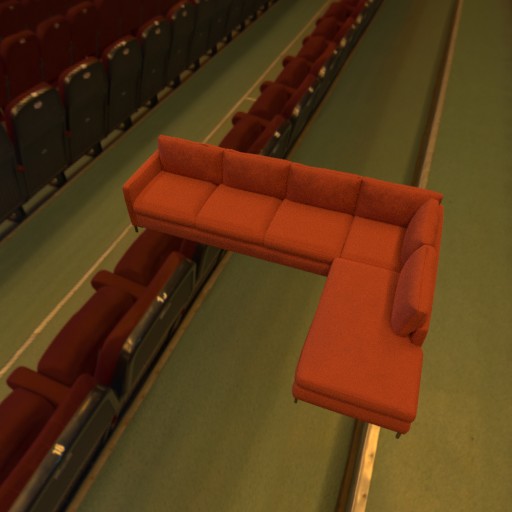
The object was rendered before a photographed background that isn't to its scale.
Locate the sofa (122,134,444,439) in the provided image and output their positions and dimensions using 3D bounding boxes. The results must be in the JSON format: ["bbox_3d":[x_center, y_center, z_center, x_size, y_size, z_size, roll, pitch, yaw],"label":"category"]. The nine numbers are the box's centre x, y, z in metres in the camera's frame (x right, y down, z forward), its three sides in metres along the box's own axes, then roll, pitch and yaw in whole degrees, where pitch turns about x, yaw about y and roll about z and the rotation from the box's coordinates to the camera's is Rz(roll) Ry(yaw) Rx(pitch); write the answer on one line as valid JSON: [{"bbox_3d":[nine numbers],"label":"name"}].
[{"bbox_3d":[0.000,0.000,3.564,2.736,0.757,1.879,15,48,14],"label":"sofa"}]
